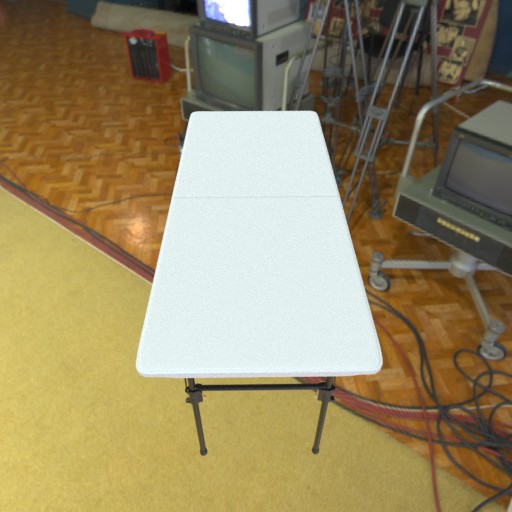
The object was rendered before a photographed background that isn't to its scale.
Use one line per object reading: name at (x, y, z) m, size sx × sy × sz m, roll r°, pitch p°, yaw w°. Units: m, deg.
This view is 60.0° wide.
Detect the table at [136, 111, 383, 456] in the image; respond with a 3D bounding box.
table at (0.000, 0.000, 2.240) m, size 0.761 × 0.719 × 1.829 m, roll -1°, pitch 42°, yaw -1°
